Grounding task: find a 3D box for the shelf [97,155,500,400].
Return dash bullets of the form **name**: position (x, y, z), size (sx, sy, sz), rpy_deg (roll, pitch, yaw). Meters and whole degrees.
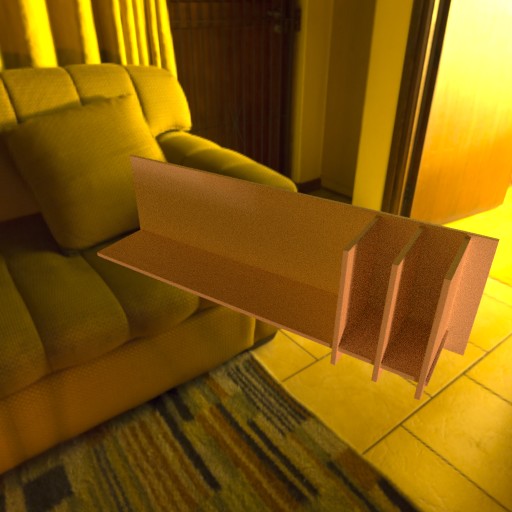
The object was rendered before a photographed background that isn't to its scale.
- **shelf**: position (0.000, 0.000, 1.118), size (1.020, 0.300, 0.200), rpy_deg (18, 35, 28)
